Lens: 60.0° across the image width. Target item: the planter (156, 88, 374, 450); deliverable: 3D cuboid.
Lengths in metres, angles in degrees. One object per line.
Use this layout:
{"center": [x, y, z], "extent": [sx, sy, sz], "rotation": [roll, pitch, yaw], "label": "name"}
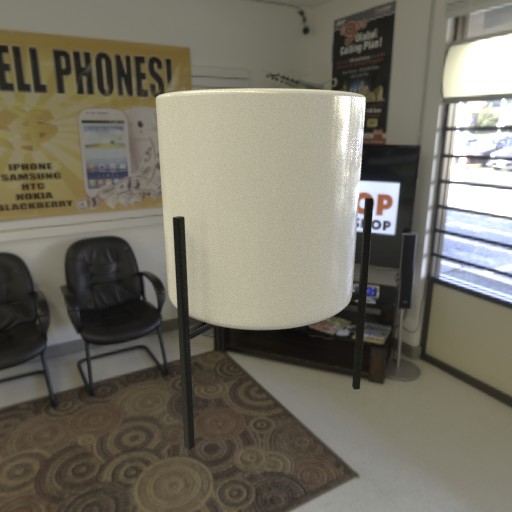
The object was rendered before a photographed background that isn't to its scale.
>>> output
{"center": [0.000, 0.000, 0.528], "extent": [0.239, 0.356, 0.239], "rotation": [-8, 18, -26], "label": "planter"}
